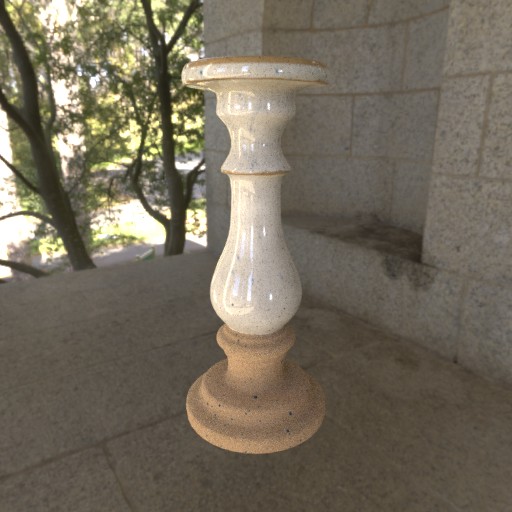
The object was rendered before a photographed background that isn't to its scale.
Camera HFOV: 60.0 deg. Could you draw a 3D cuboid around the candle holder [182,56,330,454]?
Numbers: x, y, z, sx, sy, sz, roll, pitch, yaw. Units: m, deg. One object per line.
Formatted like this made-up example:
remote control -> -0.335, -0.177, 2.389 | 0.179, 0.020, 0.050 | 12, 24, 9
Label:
candle holder -> 0.000, 0.000, 0.256 | 0.088, 0.203, 0.088 | 0, 16, 0
